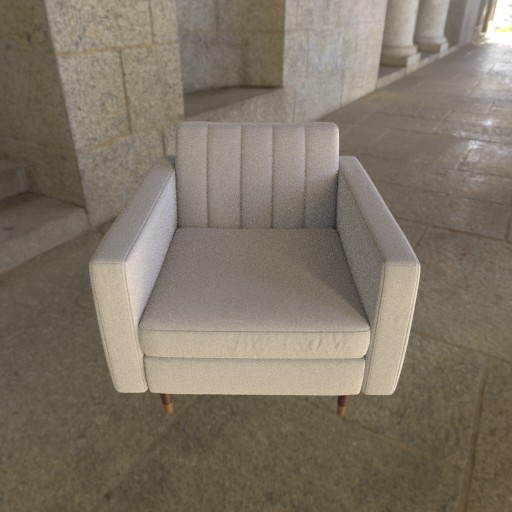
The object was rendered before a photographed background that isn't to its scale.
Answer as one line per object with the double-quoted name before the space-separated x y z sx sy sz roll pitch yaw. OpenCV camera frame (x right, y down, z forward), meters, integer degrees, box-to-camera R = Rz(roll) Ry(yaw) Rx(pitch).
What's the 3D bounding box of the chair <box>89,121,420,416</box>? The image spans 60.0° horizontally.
"chair" 0.000 0.000 1.722 0.953 0.819 0.998 0 30 1
